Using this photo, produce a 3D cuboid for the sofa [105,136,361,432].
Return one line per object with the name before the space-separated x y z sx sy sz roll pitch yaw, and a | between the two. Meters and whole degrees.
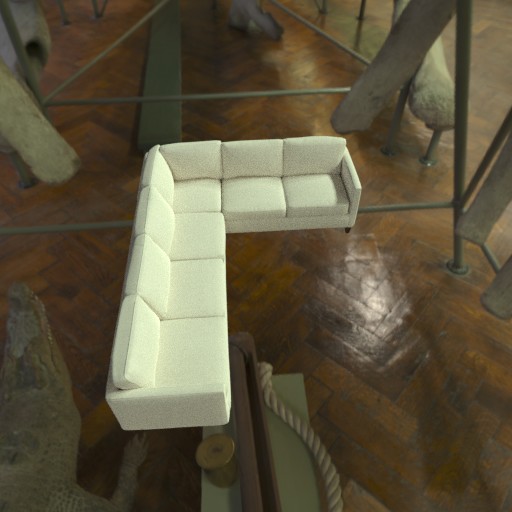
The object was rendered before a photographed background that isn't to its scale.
sofa | 0.000 0.000 4.679 2.593 0.947 3.302 -3 47 -3
